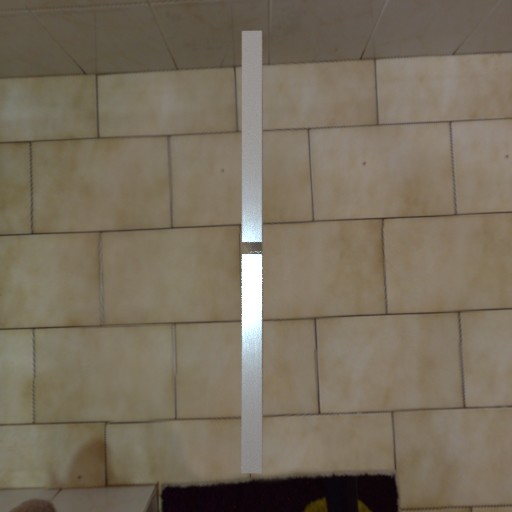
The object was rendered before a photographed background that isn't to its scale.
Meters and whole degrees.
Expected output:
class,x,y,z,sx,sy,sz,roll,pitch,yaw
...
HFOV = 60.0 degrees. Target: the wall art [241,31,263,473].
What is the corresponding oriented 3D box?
class,x,y,z,sx,sy,sz,roll,pitch,yaw
wall art,0.000,0.000,0.917,0.029,0.611,0.611,0,88,1
